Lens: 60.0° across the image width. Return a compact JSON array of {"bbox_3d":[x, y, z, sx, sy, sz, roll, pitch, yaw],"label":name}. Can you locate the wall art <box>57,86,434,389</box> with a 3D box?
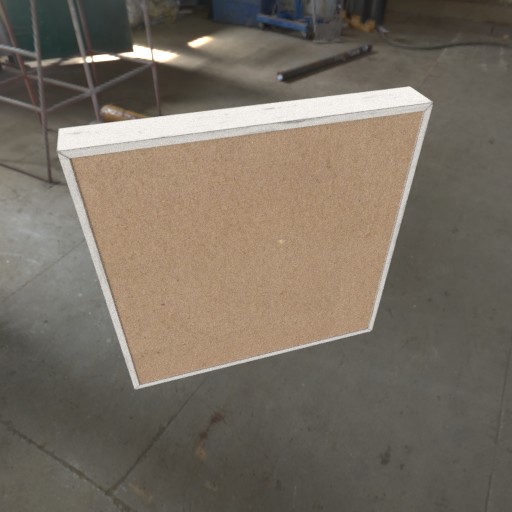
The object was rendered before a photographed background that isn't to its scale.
[{"bbox_3d":[0.000,0.000,0.460,0.305,0.305,0.038,-11,43,-12],"label":"wall art"}]
